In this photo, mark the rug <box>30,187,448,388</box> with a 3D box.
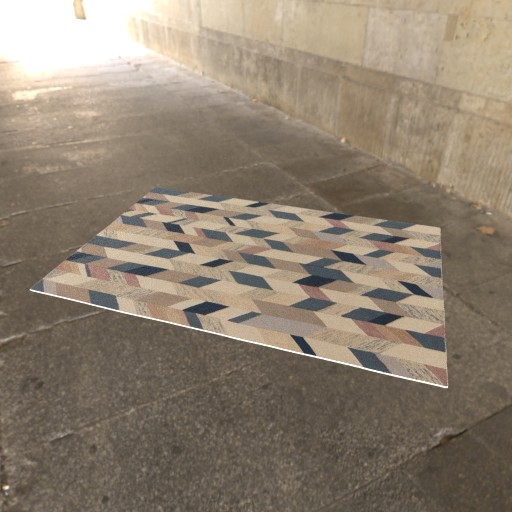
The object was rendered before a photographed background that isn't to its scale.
[{"bbox_3d":[0.000,0.000,2.274,1.813,0.006,1.202,10,34,15],"label":"rug"}]
